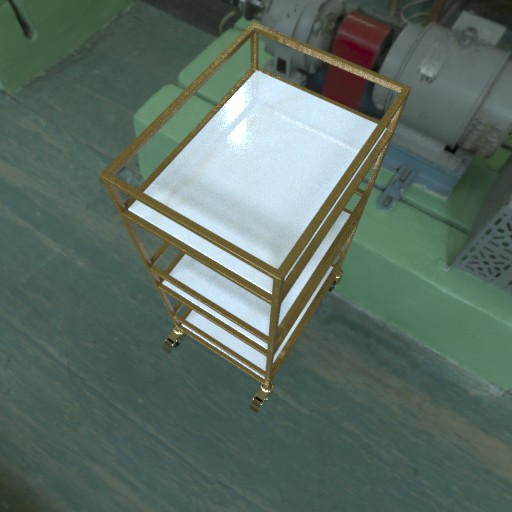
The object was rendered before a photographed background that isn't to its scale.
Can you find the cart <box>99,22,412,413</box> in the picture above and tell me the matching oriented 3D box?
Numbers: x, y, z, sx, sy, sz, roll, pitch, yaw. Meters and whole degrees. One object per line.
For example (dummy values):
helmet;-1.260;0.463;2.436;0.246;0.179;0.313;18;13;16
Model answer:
cart;0.000;0.000;1.001;0.332;0.761;0.483;30;66;14
